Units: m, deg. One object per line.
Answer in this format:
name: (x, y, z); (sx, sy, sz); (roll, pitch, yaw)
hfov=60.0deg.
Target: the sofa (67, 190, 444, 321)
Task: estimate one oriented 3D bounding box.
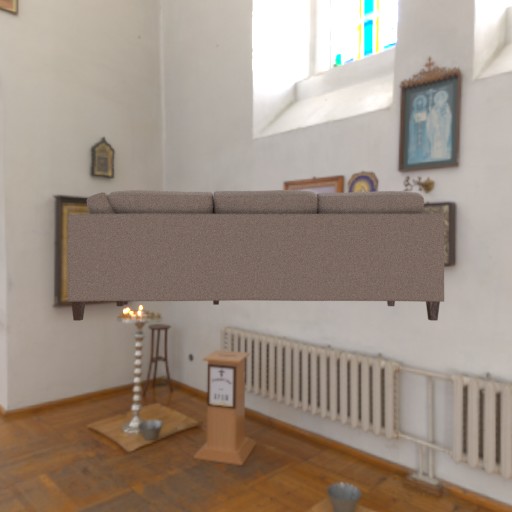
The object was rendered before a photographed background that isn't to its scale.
sofa: (0.000, 0.000, 4.532); (2.424, 0.865, 3.438); (0, -1, 0)
